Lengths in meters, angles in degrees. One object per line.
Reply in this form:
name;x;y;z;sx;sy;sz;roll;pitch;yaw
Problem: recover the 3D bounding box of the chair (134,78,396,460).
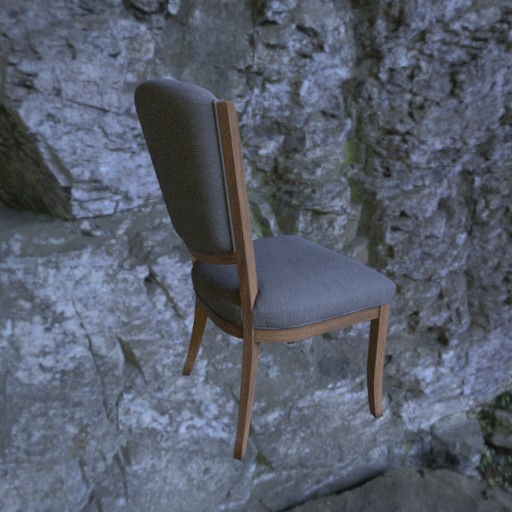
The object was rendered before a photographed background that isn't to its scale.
chair;0.000;0.000;1.242;0.584;0.905;0.513;-9;19;-26
